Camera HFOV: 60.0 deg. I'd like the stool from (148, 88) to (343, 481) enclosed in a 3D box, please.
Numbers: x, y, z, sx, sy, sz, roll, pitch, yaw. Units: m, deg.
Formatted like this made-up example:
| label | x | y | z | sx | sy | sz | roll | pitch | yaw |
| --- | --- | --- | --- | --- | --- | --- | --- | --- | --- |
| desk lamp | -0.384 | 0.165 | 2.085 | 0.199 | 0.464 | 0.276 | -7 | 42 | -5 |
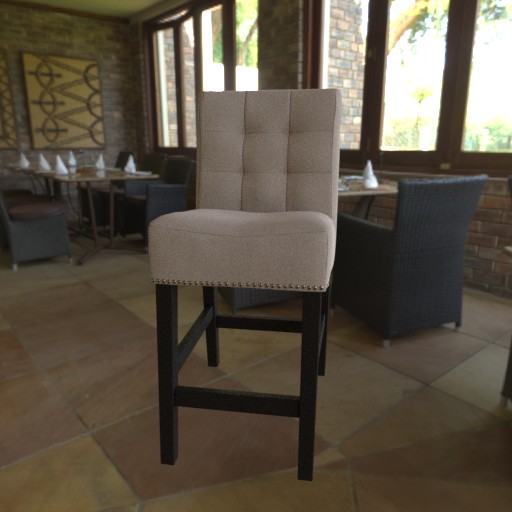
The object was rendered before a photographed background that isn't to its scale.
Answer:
| label | x | y | z | sx | sy | sz | roll | pitch | yaw |
| --- | --- | --- | --- | --- | --- | --- | --- | --- | --- |
| stool | 0.000 | 0.000 | 1.177 | 0.427 | 0.885 | 0.571 | 2 | 15 | 9 |
